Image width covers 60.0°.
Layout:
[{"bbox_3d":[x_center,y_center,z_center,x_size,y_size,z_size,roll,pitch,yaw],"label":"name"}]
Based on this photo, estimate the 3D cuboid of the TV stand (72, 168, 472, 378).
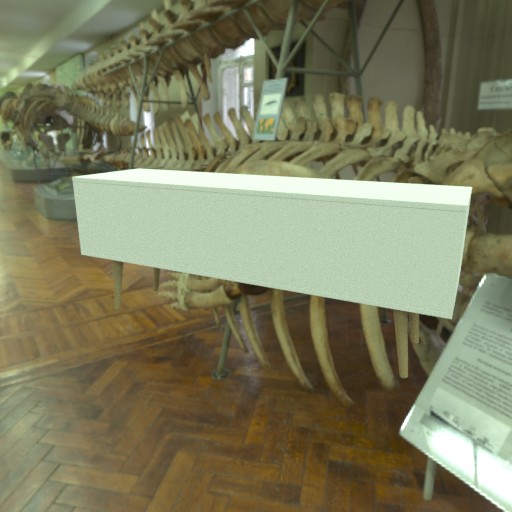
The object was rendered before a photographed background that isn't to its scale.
[{"bbox_3d":[0.000,0.000,1.672,1.398,0.560,0.401,8,18,25],"label":"TV stand"}]
